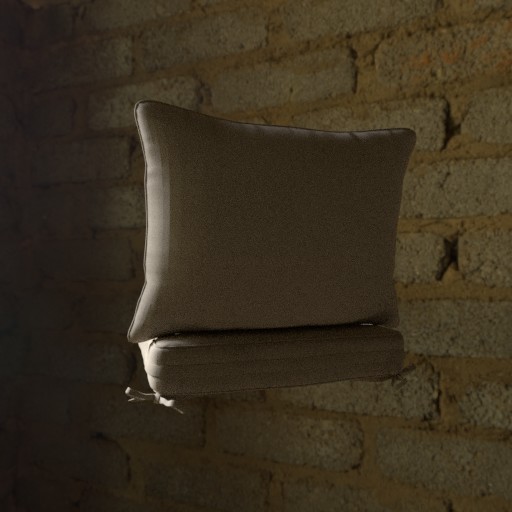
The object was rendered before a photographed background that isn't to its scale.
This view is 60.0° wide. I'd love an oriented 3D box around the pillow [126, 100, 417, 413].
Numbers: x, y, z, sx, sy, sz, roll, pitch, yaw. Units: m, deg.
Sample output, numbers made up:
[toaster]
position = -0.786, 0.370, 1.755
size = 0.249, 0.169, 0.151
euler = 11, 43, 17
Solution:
[pillow]
position = 0.000, 0.000, 1.395
size = 0.798, 0.716, 0.733
euler = 0, 0, -18
